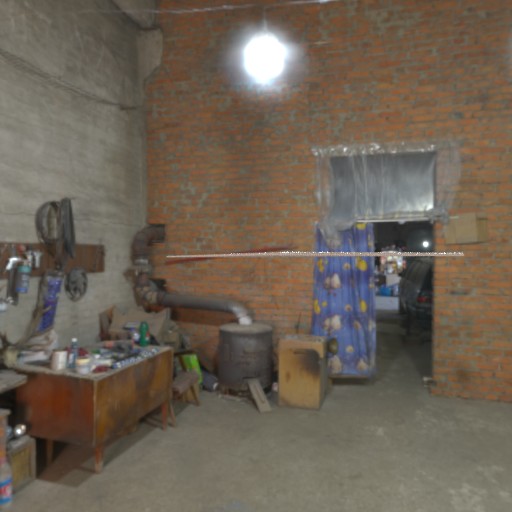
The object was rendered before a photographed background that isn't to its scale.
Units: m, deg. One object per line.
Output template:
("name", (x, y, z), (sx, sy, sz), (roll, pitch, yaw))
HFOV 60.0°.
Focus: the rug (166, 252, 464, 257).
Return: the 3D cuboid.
("rug", (0.000, 0.000, 2.429), (0.666, 0.011, 2.294), (0, 0, -19))
